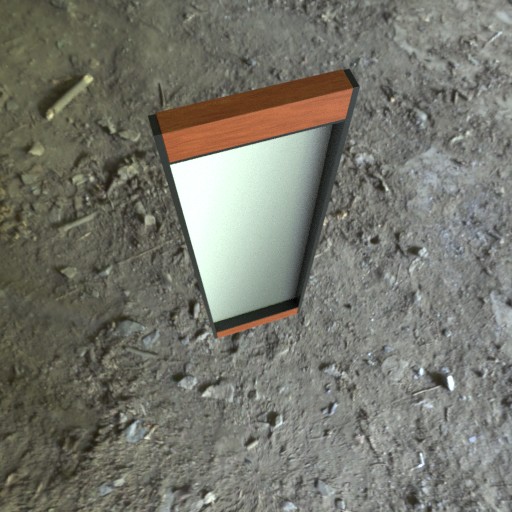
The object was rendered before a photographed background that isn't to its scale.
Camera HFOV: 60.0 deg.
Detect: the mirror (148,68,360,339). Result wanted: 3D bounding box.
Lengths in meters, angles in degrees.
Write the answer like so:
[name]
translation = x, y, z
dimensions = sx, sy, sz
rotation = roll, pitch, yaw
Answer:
[mirror]
translation = 0.000, 0.000, 1.211
dimensions = 0.343, 1.123, 0.047
rotation = -16, 65, -8
